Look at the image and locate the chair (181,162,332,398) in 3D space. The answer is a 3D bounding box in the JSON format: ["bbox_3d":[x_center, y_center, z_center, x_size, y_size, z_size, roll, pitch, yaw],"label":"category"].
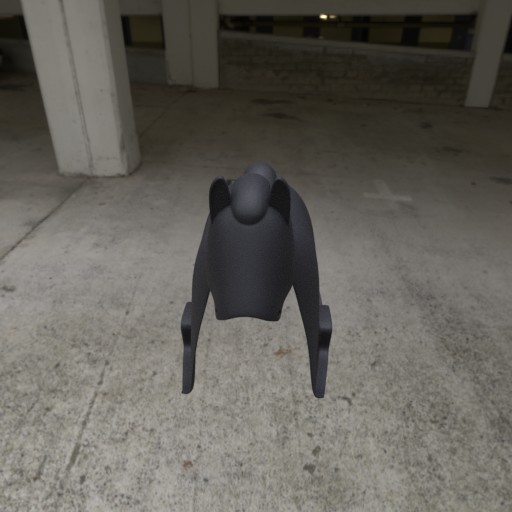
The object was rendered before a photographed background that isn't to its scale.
[{"bbox_3d":[0.000,0.000,1.134,0.429,0.612,0.800,1,30,2],"label":"chair"}]
